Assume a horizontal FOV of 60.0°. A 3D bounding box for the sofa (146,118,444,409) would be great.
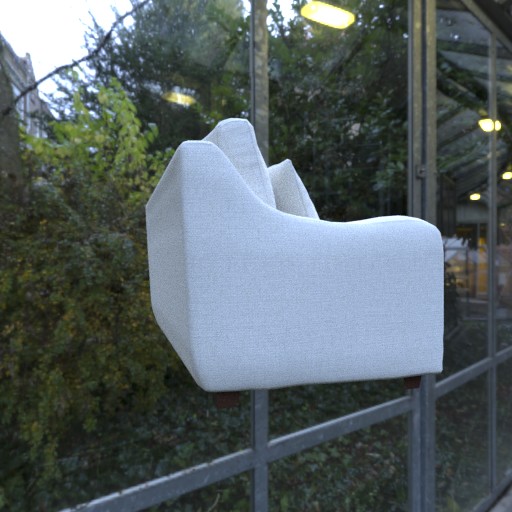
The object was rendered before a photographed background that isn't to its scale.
[{"bbox_3d":[0.000,0.000,2.351,1.040,1.047,1.744,0,-1,-18],"label":"sofa"}]
